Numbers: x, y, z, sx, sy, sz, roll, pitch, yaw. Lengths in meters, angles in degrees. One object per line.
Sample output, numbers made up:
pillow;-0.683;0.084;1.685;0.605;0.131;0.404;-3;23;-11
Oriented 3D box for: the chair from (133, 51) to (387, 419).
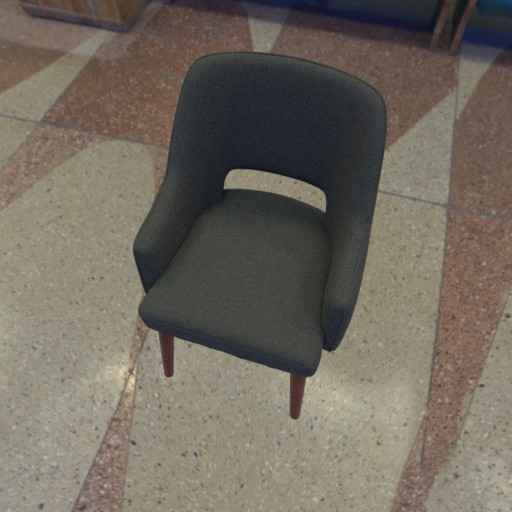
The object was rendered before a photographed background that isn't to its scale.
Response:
chair;0.000;0.000;1.194;0.559;0.838;0.560;15;59;10
